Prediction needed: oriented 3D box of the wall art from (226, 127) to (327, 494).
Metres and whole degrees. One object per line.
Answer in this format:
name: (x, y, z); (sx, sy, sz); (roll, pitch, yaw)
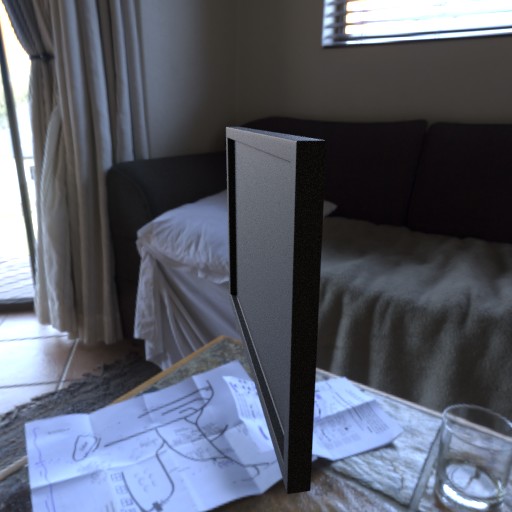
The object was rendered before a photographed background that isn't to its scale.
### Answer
wall art: (0.000, 0.000, 0.555); (0.021, 0.301, 0.443); (-3, 18, -9)
